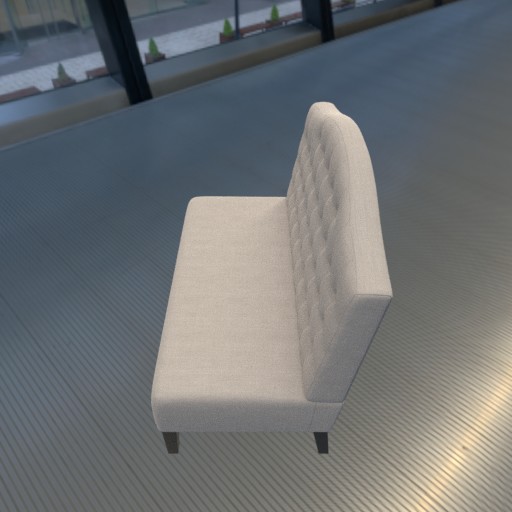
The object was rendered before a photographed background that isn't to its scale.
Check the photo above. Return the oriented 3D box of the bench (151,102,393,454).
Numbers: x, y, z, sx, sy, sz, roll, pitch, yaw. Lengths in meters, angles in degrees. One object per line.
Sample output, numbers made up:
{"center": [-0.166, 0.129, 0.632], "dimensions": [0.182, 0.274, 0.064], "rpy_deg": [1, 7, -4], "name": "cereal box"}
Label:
{"center": [0.000, 0.000, 2.038], "dimensions": [0.815, 1.180, 1.335], "rpy_deg": [0, 42, 0], "name": "bench"}
